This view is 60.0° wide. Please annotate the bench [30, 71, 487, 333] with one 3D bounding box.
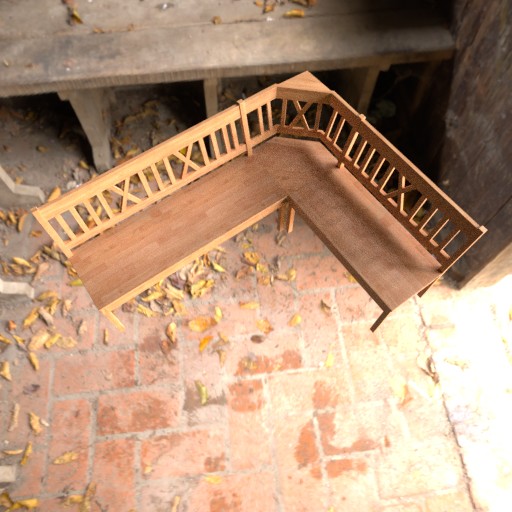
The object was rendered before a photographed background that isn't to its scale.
[{"bbox_3d":[0.000,0.000,2.793,1.937,0.902,1.537,-33,68,-15],"label":"bench"}]
